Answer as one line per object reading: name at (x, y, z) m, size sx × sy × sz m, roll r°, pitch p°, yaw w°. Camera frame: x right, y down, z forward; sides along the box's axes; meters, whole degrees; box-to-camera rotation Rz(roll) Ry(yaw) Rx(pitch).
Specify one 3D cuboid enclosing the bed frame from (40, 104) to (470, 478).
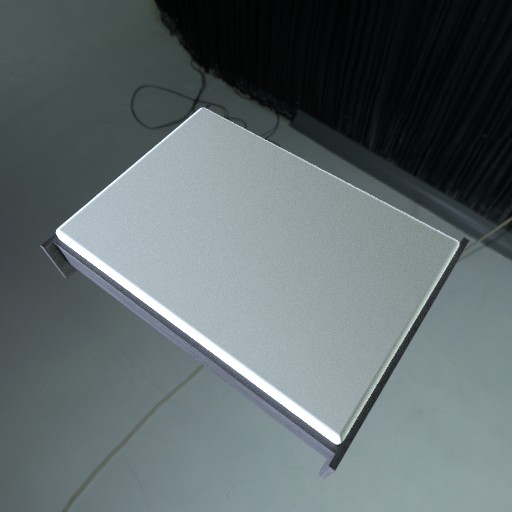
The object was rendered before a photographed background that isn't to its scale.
bed frame at (0.000, 0.000, 2.652) m, size 1.950 × 0.432 × 1.490 m, roll 32°, pitch 64°, yaw 18°
